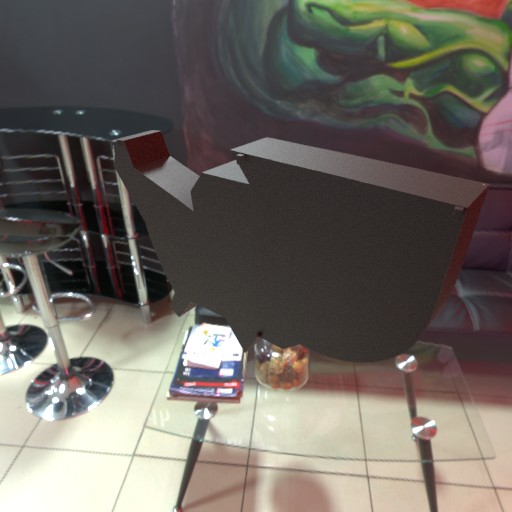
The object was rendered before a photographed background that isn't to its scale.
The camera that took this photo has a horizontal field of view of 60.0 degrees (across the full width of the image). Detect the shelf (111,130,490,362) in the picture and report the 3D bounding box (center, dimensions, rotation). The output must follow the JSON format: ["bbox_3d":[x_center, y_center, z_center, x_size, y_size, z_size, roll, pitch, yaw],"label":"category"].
[{"bbox_3d":[0.000,0.000,0.875,0.729,0.439,0.112,22,36,33],"label":"shelf"}]
